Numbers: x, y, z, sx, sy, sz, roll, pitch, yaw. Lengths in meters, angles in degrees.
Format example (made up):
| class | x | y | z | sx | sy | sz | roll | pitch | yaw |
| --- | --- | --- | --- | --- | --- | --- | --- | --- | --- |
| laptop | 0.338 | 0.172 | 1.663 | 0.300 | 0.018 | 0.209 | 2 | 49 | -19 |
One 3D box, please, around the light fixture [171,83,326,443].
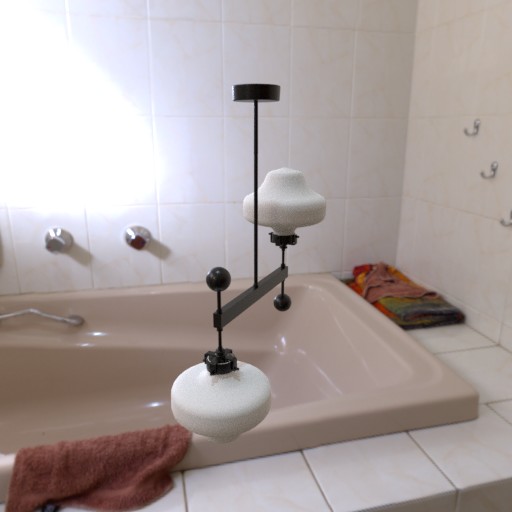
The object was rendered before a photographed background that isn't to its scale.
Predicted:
| class | x | y | z | sx | sy | sz | roll | pitch | yaw |
| --- | --- | --- | --- | --- | --- | --- | --- | --- | --- |
| light fixture | 0.000 | 0.000 | 1.033 | 0.422 | 0.743 | 0.489 | -3 | 16 | -11 |
